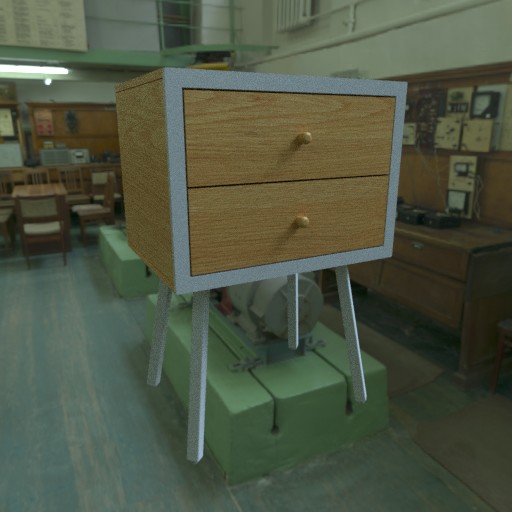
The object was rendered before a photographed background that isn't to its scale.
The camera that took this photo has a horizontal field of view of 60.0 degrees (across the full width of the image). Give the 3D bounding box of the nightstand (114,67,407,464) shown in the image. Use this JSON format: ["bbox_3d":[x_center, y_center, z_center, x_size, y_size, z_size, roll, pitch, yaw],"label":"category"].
[{"bbox_3d":[0.000,0.000,0.826,0.400,0.601,0.316,-9,18,-27],"label":"nightstand"}]
